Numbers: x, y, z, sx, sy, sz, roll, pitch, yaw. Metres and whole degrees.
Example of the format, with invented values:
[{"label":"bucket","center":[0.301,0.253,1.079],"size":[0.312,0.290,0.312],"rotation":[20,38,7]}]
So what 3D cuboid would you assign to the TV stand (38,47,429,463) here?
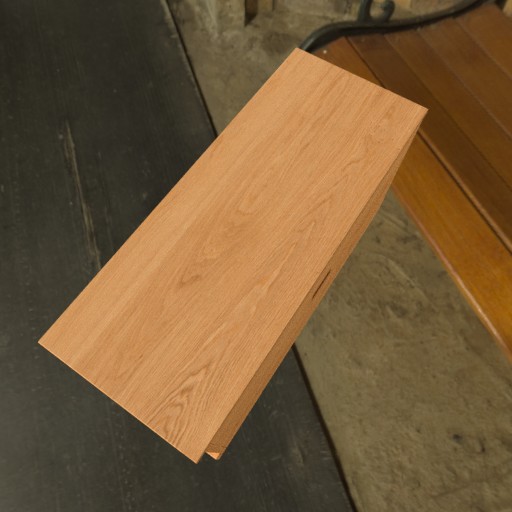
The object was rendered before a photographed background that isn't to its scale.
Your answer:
[{"label":"TV stand","center":[0.000,0.000,1.354],"size":[0.440,0.550,1.080],"rotation":[31,69,13]}]
